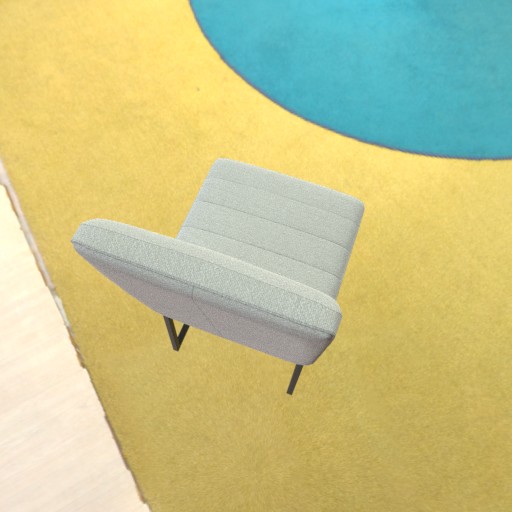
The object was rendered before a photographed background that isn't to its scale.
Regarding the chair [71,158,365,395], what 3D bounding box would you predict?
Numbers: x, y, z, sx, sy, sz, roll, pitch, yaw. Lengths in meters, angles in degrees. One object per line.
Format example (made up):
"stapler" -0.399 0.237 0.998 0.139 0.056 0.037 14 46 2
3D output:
"chair" 0.000 0.000 1.296 0.520 0.930 0.634 19 65 9
